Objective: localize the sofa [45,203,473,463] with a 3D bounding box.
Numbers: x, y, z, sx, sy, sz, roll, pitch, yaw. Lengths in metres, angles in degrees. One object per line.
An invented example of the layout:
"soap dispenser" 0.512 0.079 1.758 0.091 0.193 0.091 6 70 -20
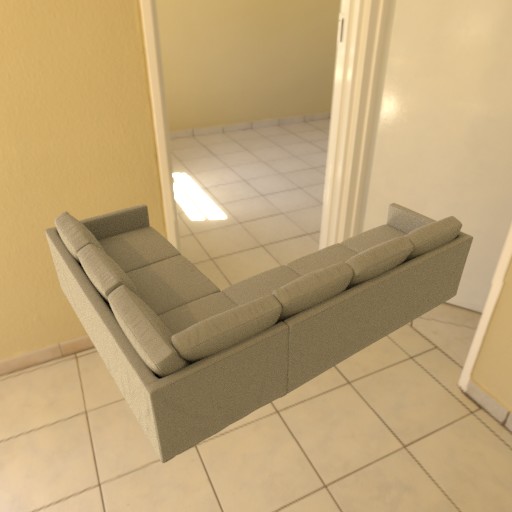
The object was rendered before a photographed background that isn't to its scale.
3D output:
"sofa" 0.000 0.000 4.241 3.182 0.871 2.432 -20 37 -29
